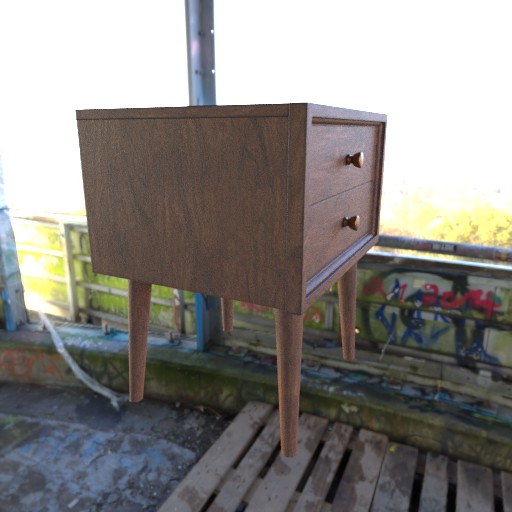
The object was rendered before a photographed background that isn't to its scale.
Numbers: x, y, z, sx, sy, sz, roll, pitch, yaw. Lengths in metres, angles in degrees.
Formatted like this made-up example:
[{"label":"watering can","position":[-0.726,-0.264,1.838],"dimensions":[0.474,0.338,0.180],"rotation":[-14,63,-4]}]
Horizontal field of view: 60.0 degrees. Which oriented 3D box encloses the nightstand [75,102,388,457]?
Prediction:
[{"label":"nightstand","position":[0.000,0.000,0.980],"dimensions":[0.445,0.607,0.521],"rotation":[8,18,26]}]
